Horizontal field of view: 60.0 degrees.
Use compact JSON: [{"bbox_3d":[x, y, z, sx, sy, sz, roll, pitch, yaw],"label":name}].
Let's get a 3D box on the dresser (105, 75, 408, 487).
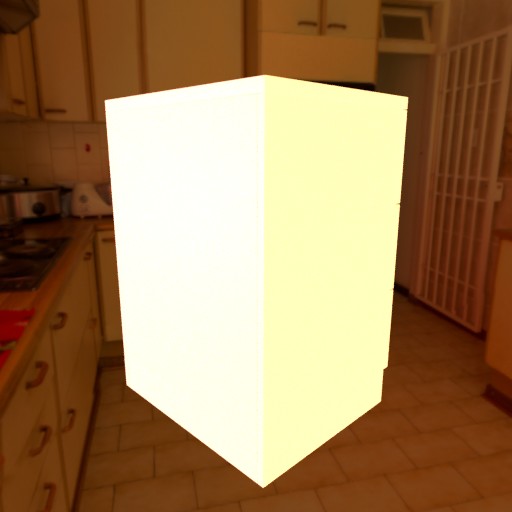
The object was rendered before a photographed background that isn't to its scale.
[{"bbox_3d":[0.000,0.000,0.836,0.360,0.560,0.400,-13,19,-43],"label":"dresser"}]
